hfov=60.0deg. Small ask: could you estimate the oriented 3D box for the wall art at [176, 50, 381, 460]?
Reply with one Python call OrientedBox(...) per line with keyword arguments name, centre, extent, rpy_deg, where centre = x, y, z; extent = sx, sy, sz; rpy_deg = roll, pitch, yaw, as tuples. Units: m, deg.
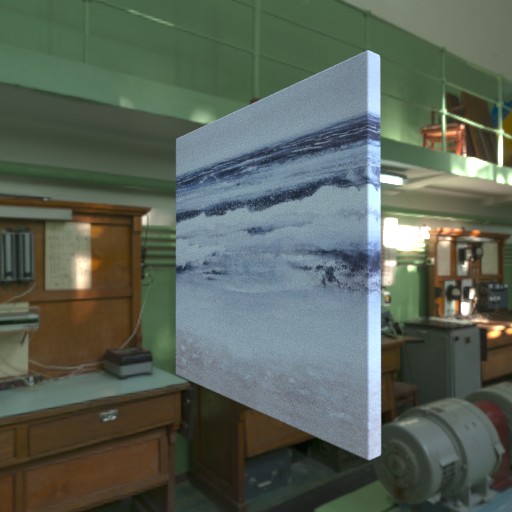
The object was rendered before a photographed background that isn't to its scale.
OrientedBox(name="wall art", centre=(0.000, 0.000, 1.122), extent=(0.065, 0.747, 0.755), rpy_deg=(0, 0, -37))
